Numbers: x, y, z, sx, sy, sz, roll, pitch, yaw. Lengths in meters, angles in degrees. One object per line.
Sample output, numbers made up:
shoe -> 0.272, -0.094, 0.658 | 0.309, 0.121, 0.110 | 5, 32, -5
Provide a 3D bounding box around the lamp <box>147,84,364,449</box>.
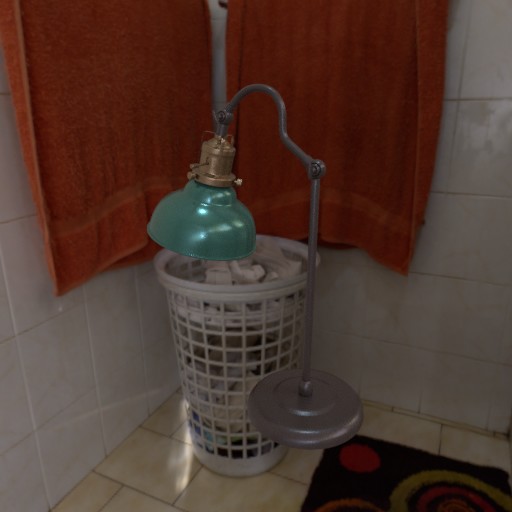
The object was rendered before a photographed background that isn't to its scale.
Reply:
lamp -> 0.000, 0.000, 0.701 | 0.374, 0.508, 0.192 | 9, 20, 25
